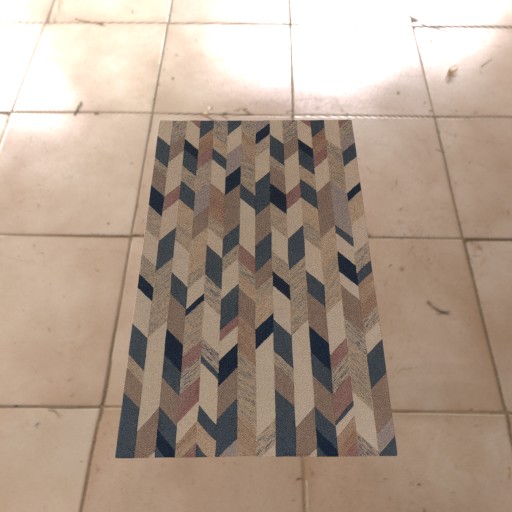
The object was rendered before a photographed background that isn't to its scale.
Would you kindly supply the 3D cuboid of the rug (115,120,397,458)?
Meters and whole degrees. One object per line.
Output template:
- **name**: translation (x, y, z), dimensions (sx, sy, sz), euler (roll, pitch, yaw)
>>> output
- **rug**: translation (0.000, 0.000, 2.916), dimensions (1.513, 0.008, 2.423), euler (0, 62, 0)
